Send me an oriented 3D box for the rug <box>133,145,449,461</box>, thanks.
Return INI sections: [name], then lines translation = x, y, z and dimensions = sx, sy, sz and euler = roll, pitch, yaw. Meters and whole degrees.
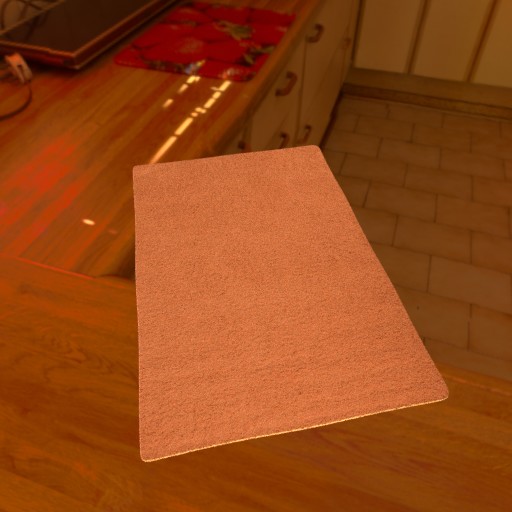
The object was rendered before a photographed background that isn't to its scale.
[rug]
translation = 0.000, 0.000, 3.377
dimensions = 1.801, 0.024, 2.700
euler = -9, 48, -8
